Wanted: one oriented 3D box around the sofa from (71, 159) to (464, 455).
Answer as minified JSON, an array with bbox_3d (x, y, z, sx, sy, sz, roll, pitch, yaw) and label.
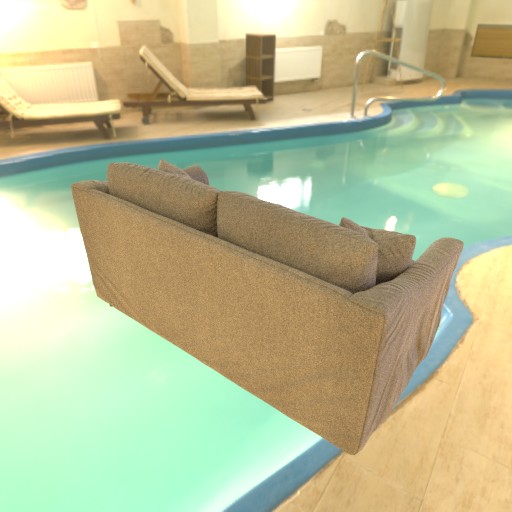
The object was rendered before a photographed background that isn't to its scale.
[{"bbox_3d":[0.000,0.000,2.619,2.010,1.018,1.072,22,37,32],"label":"sofa"}]
